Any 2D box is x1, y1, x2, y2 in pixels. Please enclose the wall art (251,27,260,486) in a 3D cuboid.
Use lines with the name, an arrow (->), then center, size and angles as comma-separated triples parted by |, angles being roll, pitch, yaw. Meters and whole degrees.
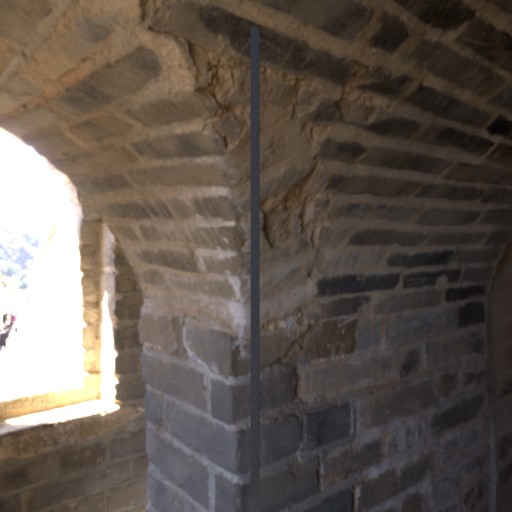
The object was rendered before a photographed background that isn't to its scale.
wall art -> 0.000, 0.000, 0.868 | 0.013, 0.660, 0.460 | 0, 1, 0
